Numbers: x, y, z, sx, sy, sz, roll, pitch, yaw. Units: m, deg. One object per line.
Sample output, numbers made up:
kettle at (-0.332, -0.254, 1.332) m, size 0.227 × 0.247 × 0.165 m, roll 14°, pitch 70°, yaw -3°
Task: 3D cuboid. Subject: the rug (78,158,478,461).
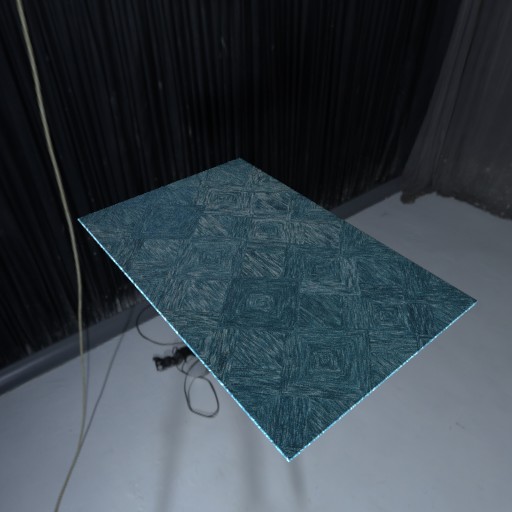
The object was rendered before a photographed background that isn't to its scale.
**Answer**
rug at (0.000, 0.000, 2.905) m, size 1.490 × 0.015 × 2.277 m, roll -28°, pitch 47°, yaw -29°
